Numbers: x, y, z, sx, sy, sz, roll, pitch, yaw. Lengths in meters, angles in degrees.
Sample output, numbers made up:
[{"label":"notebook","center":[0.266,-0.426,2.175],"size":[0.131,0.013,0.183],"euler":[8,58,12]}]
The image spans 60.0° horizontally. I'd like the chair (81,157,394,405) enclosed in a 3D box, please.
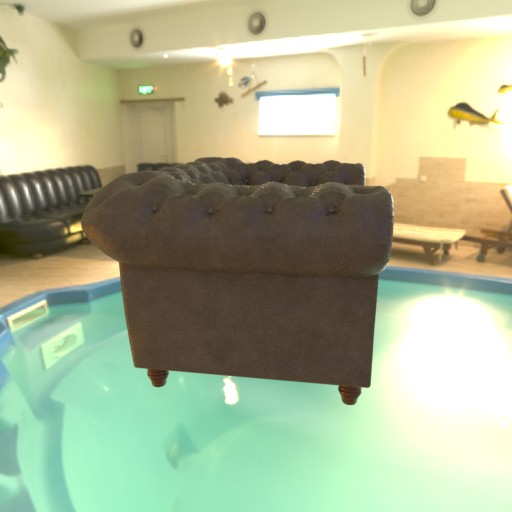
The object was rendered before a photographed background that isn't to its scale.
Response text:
[{"label":"chair","center":[0.000,0.000,1.897],"size":[0.943,0.780,1.298],"euler":[2,16,9]}]
